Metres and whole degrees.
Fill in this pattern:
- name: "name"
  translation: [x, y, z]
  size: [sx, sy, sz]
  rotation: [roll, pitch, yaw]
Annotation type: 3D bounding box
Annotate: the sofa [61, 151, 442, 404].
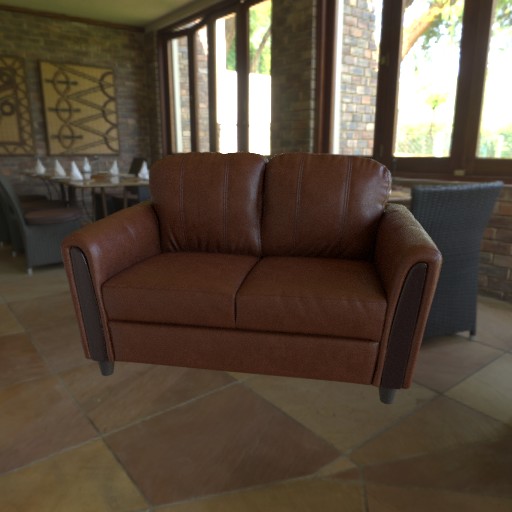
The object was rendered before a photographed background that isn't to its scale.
- name: "sofa"
  translation: [0.000, 0.000, 1.980]
  size: [1.406, 0.906, 0.805]
  rotation: [3, 14, 10]
